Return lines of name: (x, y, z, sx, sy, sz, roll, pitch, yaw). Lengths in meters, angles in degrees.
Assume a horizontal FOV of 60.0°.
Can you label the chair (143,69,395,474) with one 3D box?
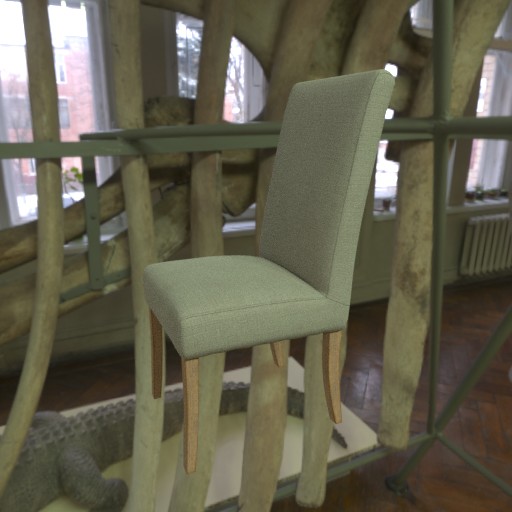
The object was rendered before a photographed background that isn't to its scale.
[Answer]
chair: (0.000, 0.000, 1.340, 0.611, 1.033, 0.450, -8, 18, -24)
